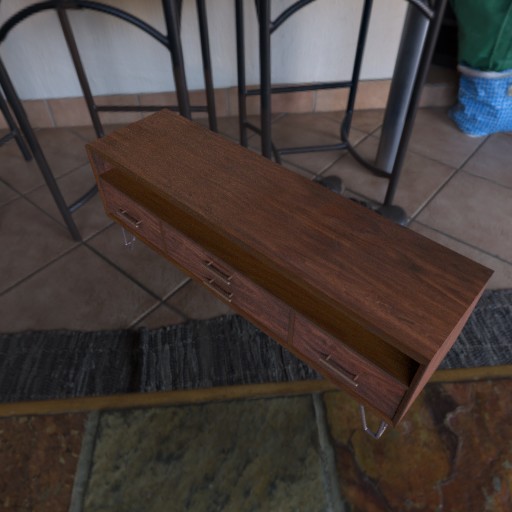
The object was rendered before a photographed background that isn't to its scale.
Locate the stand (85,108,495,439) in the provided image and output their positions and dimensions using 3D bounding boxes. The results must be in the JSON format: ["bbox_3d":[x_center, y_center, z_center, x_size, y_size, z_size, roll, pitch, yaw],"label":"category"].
[{"bbox_3d":[0.000,0.000,1.891,1.626,0.610,0.481,33,54,28],"label":"stand"}]
